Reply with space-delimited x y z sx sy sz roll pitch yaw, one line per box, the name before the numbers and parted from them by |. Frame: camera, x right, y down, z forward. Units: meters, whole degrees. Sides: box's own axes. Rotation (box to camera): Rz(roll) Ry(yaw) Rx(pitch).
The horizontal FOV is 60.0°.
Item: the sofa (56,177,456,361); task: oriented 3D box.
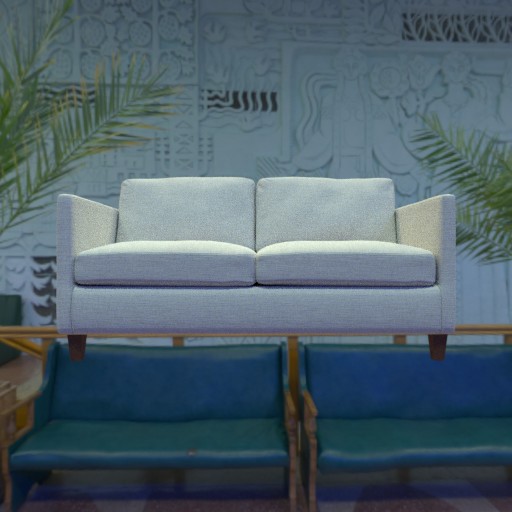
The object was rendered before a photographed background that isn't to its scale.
sofa | 0.000 0.000 2.462 1.838 0.963 0.950 0 0 0
